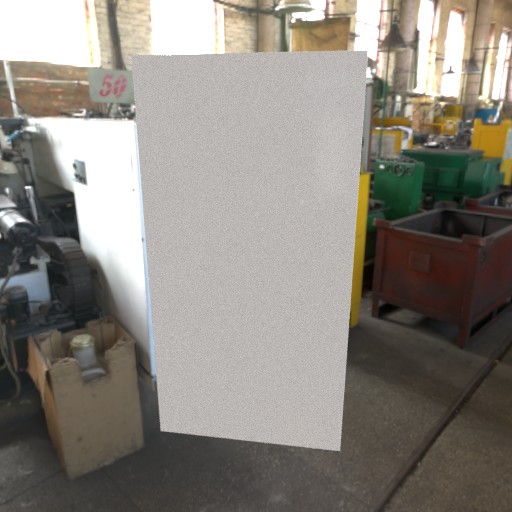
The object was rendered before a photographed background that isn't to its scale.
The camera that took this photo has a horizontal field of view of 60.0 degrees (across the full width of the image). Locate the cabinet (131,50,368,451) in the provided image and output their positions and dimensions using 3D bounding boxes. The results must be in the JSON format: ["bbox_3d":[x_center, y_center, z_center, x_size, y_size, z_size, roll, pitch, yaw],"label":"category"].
[{"bbox_3d":[0.000,0.000,2.368,0.980,1.920,0.580,3,18,9],"label":"cabinet"}]
